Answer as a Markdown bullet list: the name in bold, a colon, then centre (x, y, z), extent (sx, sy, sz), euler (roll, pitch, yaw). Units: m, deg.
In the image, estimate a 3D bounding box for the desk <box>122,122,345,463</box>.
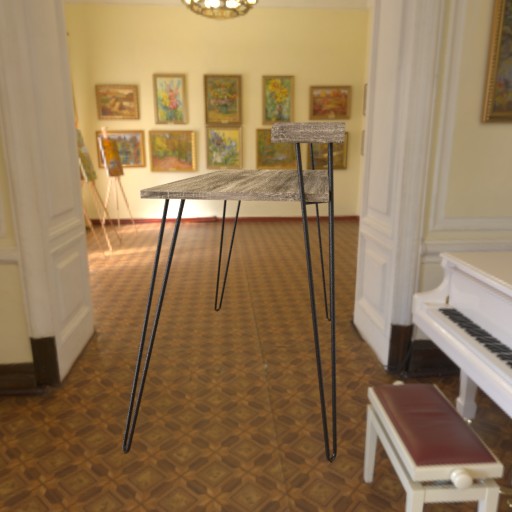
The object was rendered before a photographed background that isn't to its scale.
- **desk**: centre (0.000, 0.000, 1.639), extent (0.605, 0.899, 1.135), euler (2, 14, 8)
